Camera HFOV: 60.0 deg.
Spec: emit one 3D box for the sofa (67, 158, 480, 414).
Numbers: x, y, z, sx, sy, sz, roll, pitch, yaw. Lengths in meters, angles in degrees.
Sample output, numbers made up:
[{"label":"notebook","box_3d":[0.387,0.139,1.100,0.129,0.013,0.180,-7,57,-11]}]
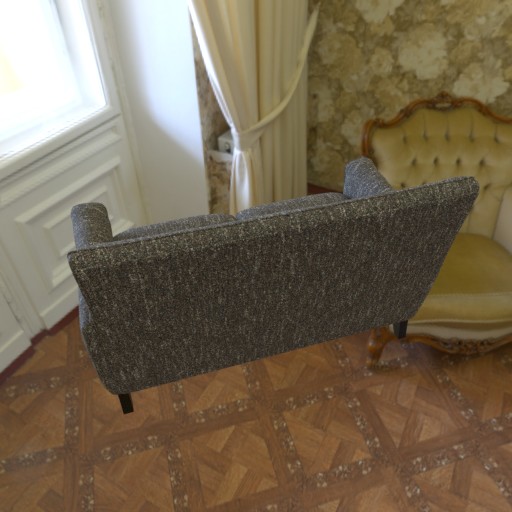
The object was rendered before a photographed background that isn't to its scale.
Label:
[{"label":"sofa","box_3d":[0.000,0.000,1.999,1.519,0.946,0.801,-12,42,-13]}]
